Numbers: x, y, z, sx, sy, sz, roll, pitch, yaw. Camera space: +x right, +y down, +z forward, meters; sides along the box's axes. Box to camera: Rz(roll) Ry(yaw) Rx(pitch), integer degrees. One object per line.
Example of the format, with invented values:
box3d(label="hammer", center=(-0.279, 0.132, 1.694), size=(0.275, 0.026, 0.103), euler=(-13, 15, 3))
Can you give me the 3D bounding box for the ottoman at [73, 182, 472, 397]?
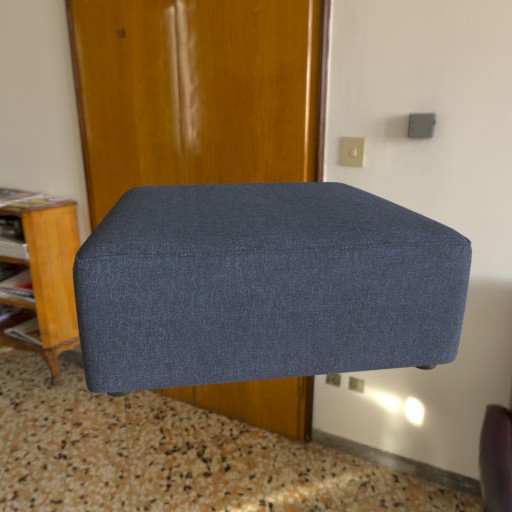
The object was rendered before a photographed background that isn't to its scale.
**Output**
box3d(label="ottoman", center=(0.000, 0.000, 1.555), size=(1.000, 0.439, 1.000), euler=(-3, 17, -8))
